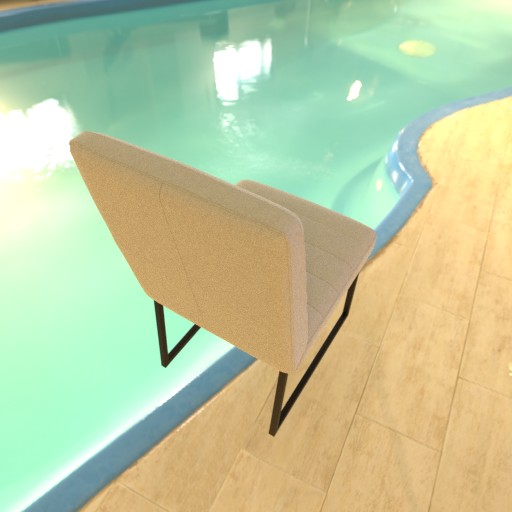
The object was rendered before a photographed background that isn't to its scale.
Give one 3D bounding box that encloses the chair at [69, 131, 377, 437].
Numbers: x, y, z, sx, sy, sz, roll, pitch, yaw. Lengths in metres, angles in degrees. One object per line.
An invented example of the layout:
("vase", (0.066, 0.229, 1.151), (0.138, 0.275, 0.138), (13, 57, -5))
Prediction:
("chair", (0.000, 0.000, 1.284), (0.520, 0.930, 0.634), (25, 51, 22))
